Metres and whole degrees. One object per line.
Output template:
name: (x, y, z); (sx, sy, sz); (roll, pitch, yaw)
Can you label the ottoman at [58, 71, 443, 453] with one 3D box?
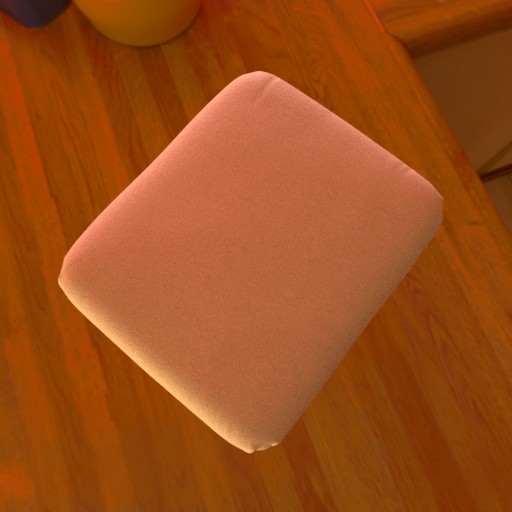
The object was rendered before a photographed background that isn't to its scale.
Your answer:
ottoman: (0.000, 0.000, 1.137); (0.622, 0.450, 0.746); (38, 78, 10)
